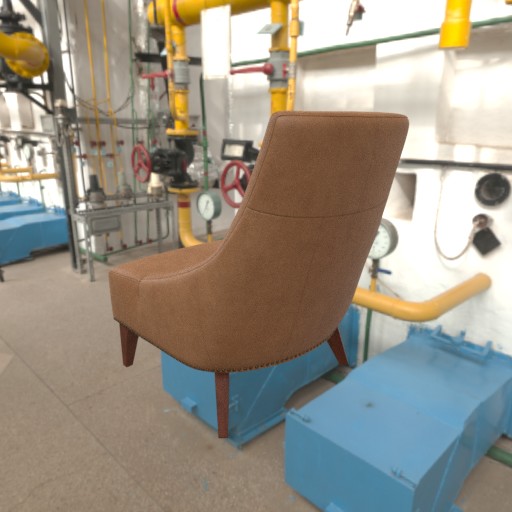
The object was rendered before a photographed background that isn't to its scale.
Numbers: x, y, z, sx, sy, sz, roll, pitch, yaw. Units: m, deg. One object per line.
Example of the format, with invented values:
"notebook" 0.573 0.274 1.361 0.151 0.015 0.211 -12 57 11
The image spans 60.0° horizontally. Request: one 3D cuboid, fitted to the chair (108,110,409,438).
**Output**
"chair" 0.000 0.000 1.492 0.701 0.909 0.861 -15 22 -41
